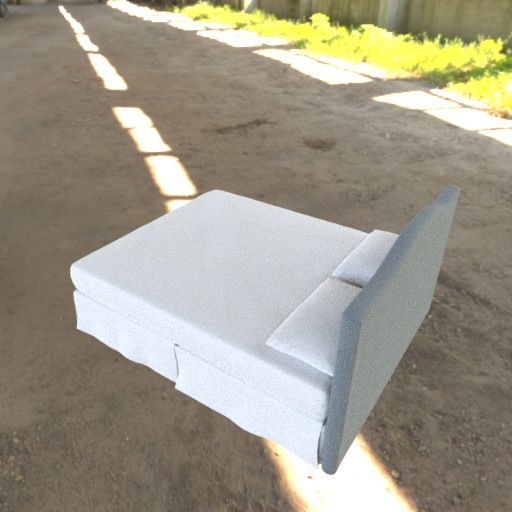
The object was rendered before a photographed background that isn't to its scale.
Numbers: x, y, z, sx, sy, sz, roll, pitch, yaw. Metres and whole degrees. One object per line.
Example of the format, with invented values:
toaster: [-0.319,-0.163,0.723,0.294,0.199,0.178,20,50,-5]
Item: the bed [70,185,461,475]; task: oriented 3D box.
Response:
bed: [0.000,0.000,3.897,2.689,1.457,2.161,20,37,29]
